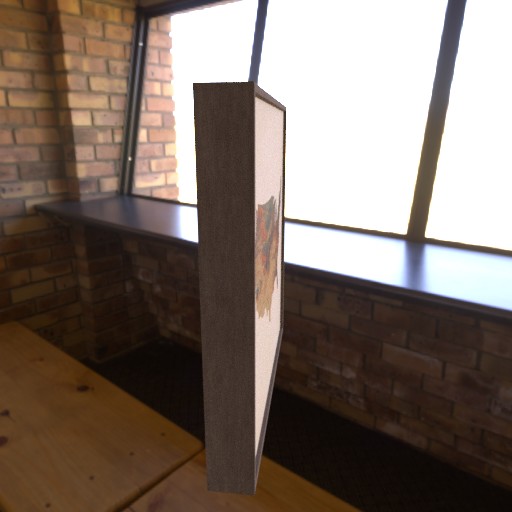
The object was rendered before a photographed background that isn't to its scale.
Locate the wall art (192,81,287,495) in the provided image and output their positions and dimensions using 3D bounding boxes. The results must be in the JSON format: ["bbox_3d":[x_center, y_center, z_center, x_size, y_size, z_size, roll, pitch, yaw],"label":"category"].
[{"bbox_3d":[0.000,0.000,0.450,0.038,0.302,0.303,2,16,7],"label":"wall art"}]
